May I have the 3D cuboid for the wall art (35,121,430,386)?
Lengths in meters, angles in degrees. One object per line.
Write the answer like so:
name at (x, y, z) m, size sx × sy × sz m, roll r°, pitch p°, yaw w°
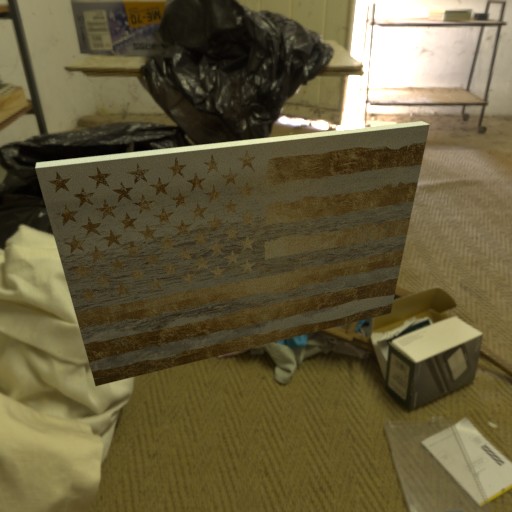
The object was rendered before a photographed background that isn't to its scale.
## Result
wall art at (0.000, 0.000, 1.449) m, size 1.145 × 0.762 × 0.041 m, roll -11°, pitch 34°, yaw -16°
